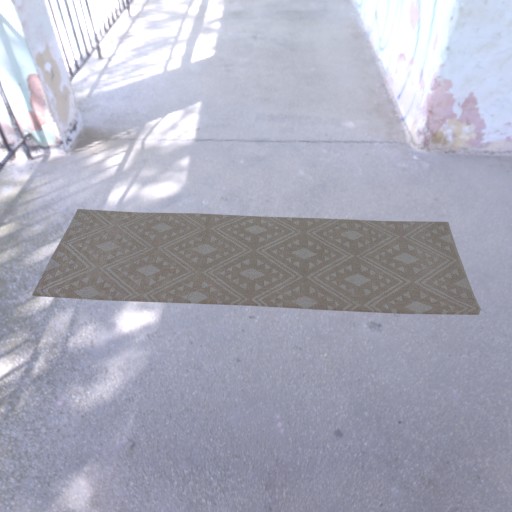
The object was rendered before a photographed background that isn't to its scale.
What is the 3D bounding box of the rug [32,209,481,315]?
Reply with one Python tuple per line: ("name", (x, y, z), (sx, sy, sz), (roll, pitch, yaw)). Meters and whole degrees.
("rug", (0.000, 0.000, 2.670), (2.452, 0.051, 0.752), (2, 46, 2))
